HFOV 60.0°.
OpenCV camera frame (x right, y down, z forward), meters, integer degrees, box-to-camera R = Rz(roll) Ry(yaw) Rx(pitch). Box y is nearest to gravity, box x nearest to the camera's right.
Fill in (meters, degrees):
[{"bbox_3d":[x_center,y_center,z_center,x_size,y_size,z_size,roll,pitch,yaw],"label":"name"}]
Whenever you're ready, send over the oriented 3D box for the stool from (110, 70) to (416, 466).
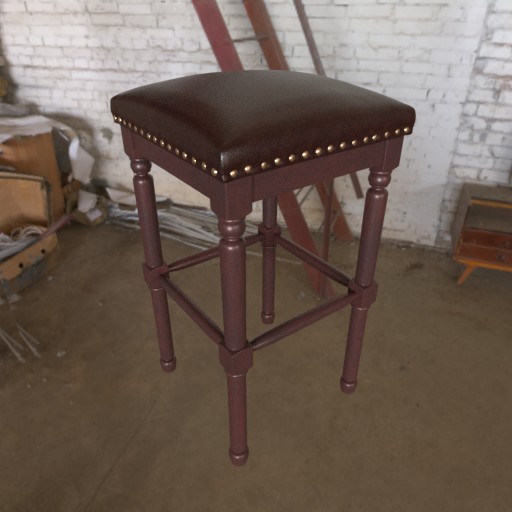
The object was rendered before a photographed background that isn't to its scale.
[{"bbox_3d":[0.000,0.000,0.912,0.382,0.702,0.383,-21,37,-30],"label":"stool"}]
